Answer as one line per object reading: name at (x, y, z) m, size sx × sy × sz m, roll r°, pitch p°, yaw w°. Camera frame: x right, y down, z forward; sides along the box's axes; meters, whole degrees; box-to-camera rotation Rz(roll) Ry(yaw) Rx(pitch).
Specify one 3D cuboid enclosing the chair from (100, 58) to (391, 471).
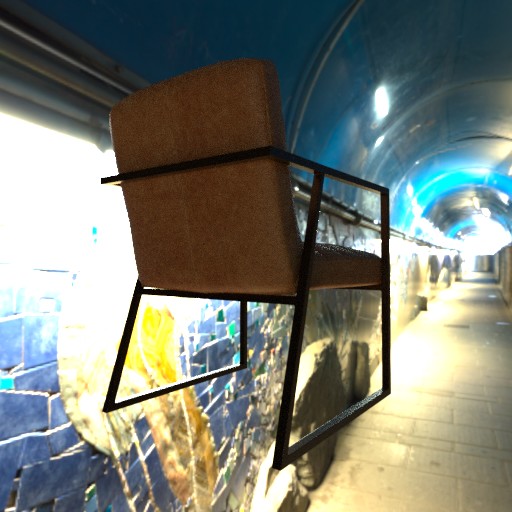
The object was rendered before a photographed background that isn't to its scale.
chair at (0.000, 0.000, 1.269) m, size 0.571 × 0.832 × 0.677 m, roll -1°, pitch -1°, yaw 36°
